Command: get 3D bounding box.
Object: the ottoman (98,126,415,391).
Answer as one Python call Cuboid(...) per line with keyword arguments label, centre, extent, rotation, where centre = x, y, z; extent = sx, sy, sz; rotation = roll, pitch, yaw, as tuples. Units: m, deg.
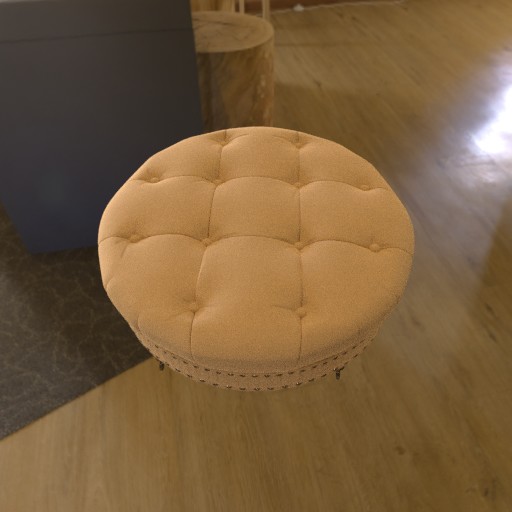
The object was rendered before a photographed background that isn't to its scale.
Cuboid(label="ottoman", centre=(0.000, 0.000, 1.373), extent=(0.901, 0.439, 0.901), rotation=(0, 48, 0))
